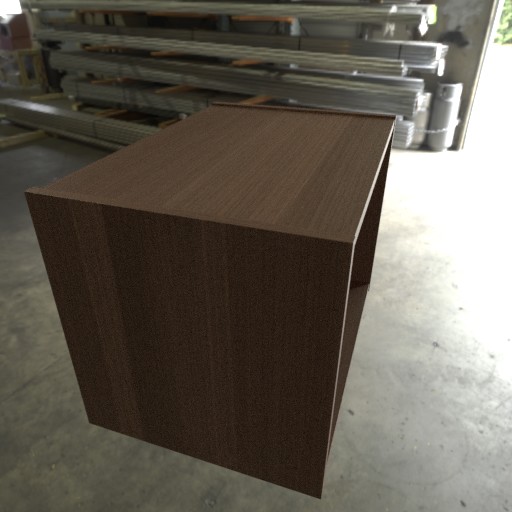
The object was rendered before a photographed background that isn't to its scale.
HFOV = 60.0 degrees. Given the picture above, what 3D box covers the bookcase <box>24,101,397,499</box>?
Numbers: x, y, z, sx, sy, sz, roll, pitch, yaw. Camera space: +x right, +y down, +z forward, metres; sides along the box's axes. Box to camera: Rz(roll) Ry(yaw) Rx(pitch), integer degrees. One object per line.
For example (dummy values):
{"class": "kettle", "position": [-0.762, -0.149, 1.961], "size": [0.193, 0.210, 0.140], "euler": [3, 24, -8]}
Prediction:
{"class": "bookcase", "position": [0.000, 0.000, 0.597], "size": [0.290, 0.305, 0.415], "euler": [10, 32, 17]}
